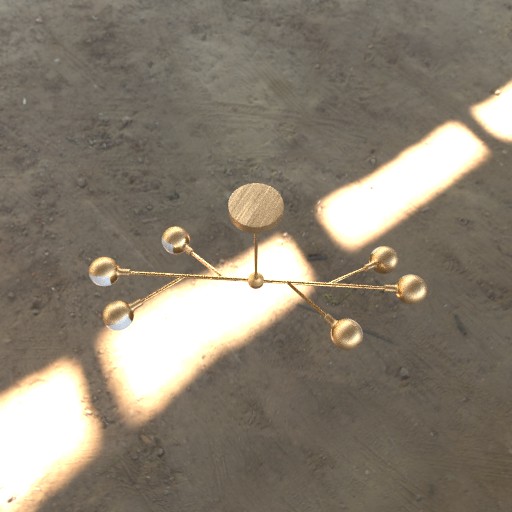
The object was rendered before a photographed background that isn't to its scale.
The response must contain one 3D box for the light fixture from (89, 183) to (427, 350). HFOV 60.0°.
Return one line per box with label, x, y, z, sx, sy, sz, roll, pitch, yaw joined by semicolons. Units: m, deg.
light fixture;0.000;0.000;0.964;0.778;0.362;0.434;17;60;10
